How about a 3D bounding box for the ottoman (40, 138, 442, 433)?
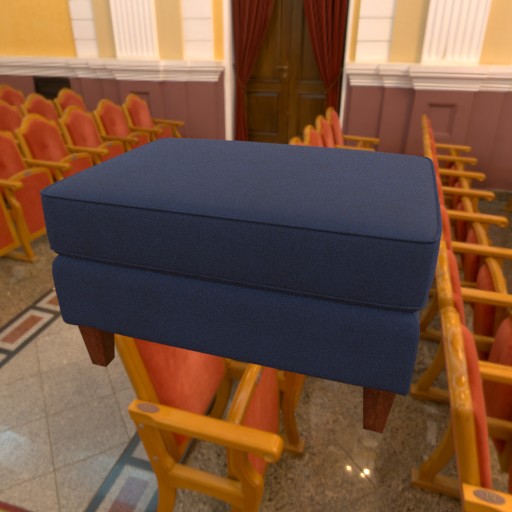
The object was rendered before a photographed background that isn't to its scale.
[{"bbox_3d":[0.000,0.000,1.355,0.965,0.584,0.686,8,28,16],"label":"ottoman"}]
